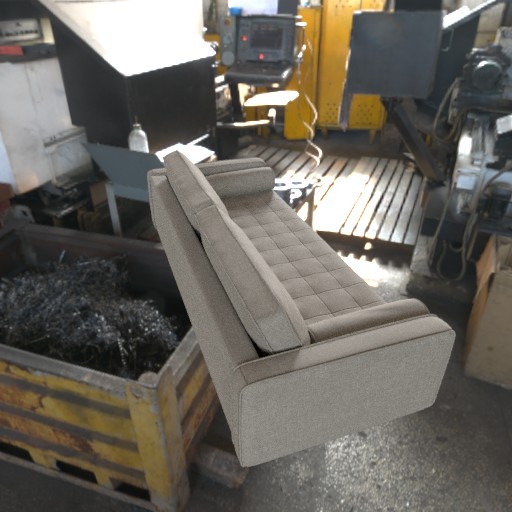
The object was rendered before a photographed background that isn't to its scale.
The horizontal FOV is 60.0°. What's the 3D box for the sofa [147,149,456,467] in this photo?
[{"bbox_3d":[0.000,0.000,2.565,0.914,0.762,2.211,-11,33,-17],"label":"sofa"}]
